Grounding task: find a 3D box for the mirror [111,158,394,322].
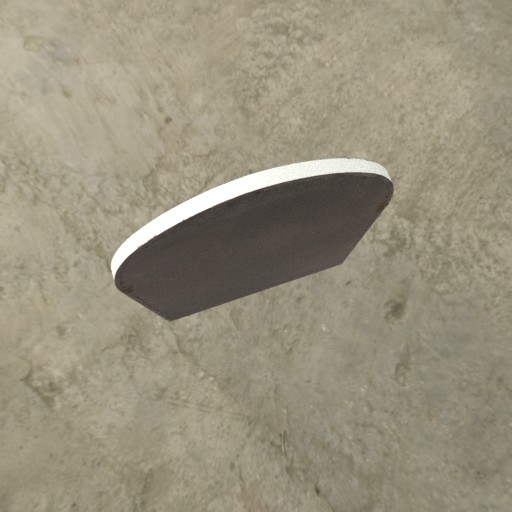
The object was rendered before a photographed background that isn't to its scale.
[{"bbox_3d":[0.000,0.000,1.164,0.660,0.920,0.032,-18,76,-5],"label":"mirror"}]
